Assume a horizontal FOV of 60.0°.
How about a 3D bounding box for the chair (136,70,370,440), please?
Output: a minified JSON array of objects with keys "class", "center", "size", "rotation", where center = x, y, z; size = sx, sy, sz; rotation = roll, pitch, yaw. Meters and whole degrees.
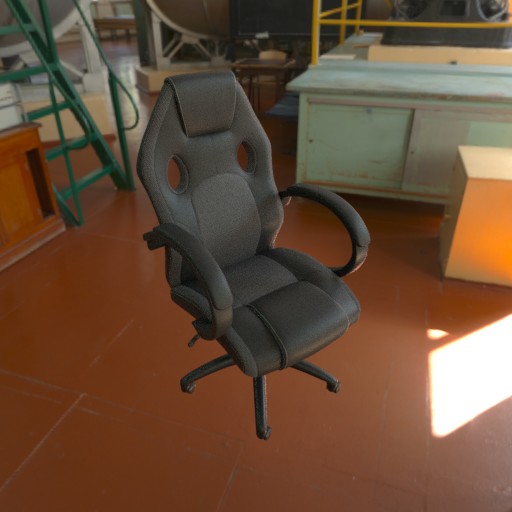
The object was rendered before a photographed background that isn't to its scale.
[{"class":"chair","center":[0.000,0.000,1.628],"size":[0.673,1.187,0.724],"rotation":[-21,37,-31]}]
